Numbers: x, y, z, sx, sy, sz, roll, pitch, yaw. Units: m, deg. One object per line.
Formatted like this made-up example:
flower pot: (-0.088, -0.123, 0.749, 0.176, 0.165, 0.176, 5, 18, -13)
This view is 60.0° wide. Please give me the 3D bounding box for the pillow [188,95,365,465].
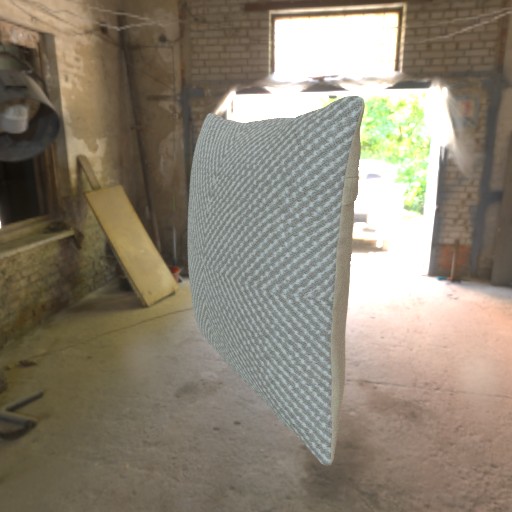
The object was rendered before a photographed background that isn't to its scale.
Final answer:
pillow: (0.000, 0.000, 0.714, 0.181, 0.458, 0.459, -7, 17, -25)
